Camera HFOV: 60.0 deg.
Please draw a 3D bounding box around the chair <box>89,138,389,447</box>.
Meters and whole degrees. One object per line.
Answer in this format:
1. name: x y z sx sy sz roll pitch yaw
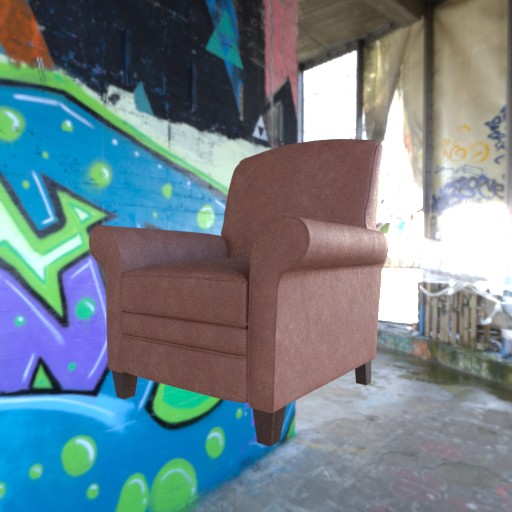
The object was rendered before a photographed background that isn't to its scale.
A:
1. chair: 0.000 0.000 1.785 0.978 1.061 0.902 1 2 36
